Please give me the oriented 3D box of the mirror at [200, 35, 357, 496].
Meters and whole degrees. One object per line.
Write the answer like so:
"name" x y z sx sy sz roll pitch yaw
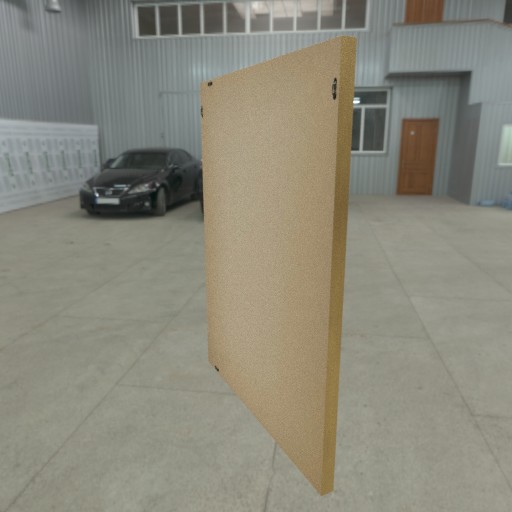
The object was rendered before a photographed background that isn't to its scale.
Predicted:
"mirror" 0.000 0.000 1.277 0.041 1.016 0.762 -7 16 -26
